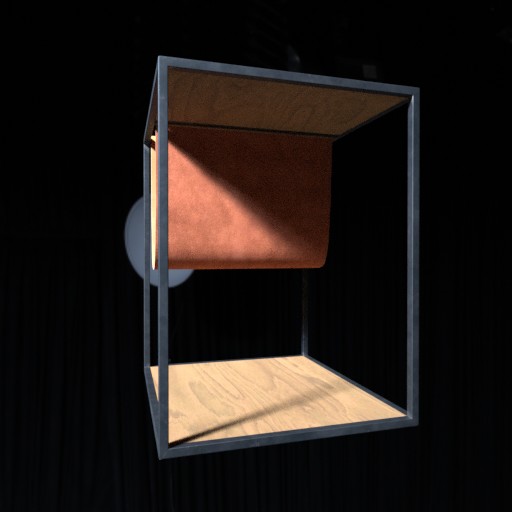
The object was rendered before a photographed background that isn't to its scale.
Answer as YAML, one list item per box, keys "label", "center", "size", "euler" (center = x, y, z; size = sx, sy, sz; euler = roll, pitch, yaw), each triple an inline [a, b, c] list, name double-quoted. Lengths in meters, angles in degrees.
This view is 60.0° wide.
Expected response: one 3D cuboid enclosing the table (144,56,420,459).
- label: "table"
  center: [0.000, 0.000, 0.851]
  size: [0.399, 0.536, 0.450]
  euler: [0, 1, -17]
